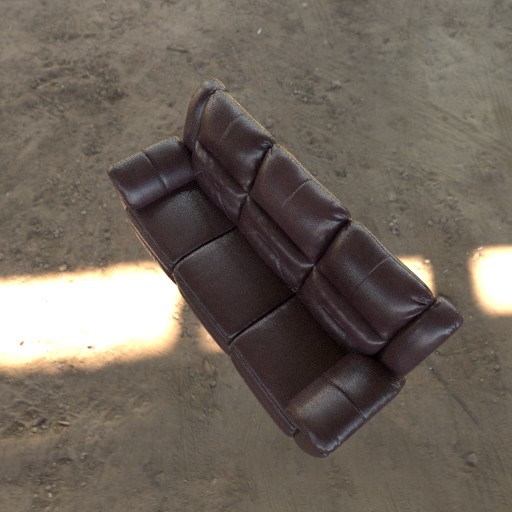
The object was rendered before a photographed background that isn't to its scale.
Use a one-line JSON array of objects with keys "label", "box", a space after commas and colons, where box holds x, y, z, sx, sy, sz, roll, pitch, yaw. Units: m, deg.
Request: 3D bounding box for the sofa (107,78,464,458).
[{"label": "sofa", "box": [0.000, 0.000, 2.864, 0.991, 1.043, 2.337, -34, 67, -17]}]
